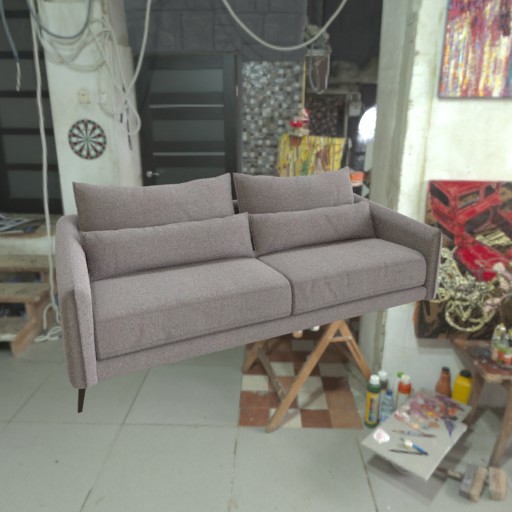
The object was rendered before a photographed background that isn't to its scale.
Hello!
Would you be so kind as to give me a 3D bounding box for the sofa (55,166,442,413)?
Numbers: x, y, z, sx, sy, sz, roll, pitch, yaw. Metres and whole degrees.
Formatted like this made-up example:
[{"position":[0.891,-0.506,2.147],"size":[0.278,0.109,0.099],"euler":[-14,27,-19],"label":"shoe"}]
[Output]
[{"position":[0.000,0.000,2.395],"size":[2.022,0.833,0.809],"euler":[-9,19,-27],"label":"sofa"}]
